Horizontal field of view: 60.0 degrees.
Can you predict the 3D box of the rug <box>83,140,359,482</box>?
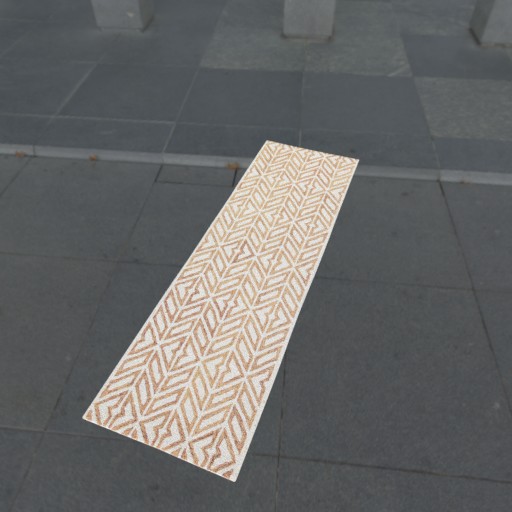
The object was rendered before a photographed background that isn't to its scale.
[{"bbox_3d":[0.000,0.000,2.686,0.750,0.009,2.435,16,49,14],"label":"rug"}]
